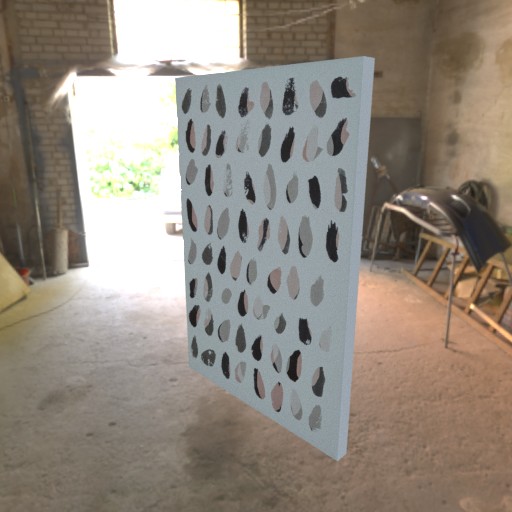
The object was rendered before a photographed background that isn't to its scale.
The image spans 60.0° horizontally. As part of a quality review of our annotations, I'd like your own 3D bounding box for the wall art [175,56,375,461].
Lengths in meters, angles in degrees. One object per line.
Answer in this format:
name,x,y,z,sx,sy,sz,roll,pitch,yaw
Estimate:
wall art,0.000,0.000,1.175,0.037,0.916,0.610,-16,23,-42
